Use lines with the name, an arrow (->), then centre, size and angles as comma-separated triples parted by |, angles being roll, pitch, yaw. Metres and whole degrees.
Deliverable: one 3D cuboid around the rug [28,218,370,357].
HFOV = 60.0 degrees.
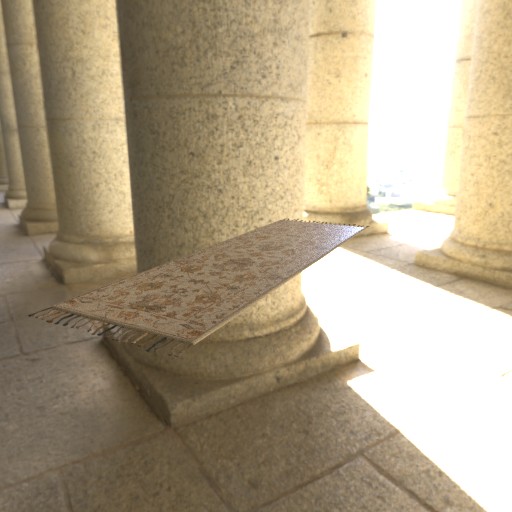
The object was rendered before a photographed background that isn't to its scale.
rug -> 0.000, 0.000, 2.601 | 0.729, 0.021, 2.438 | 8, 17, 27
